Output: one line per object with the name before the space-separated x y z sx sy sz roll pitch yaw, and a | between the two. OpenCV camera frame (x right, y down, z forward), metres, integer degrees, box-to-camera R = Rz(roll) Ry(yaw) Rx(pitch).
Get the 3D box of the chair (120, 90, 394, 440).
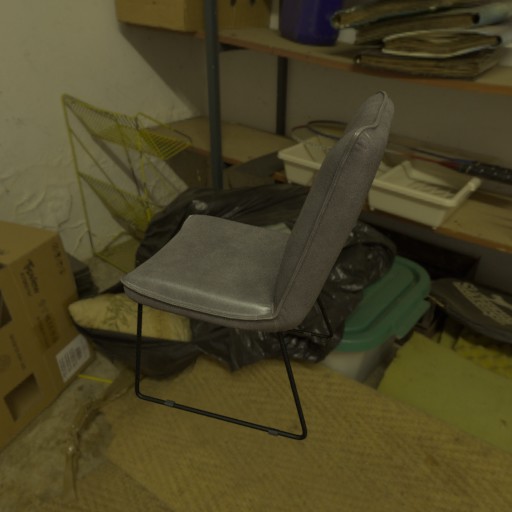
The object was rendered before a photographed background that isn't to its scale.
chair | 0.000 0.000 1.370 0.688 0.932 0.515 9 30 16
